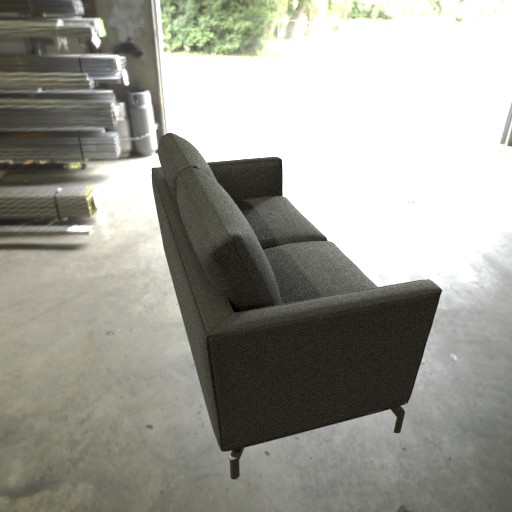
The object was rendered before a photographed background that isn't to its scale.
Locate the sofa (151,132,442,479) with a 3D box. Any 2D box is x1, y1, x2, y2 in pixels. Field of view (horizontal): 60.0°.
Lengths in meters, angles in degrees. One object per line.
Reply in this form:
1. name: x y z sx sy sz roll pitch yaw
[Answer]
1. sofa: 0.000 0.000 2.101 0.803 0.924 1.594 -9 30 -15
